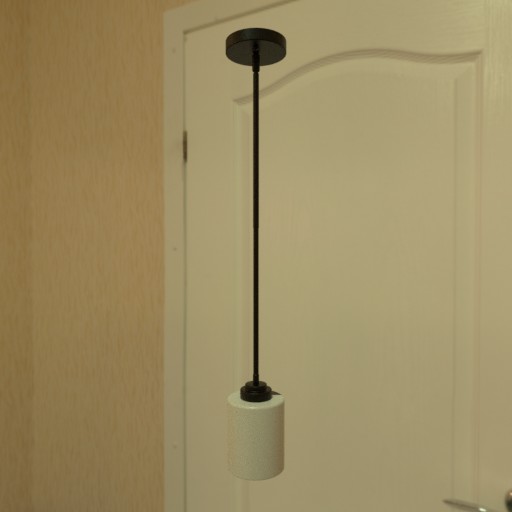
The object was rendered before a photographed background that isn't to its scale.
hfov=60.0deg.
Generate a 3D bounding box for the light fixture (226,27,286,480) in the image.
[{"bbox_3d":[0.000,0.000,0.904,0.123,0.863,0.123,0,1,0],"label":"light fixture"}]
